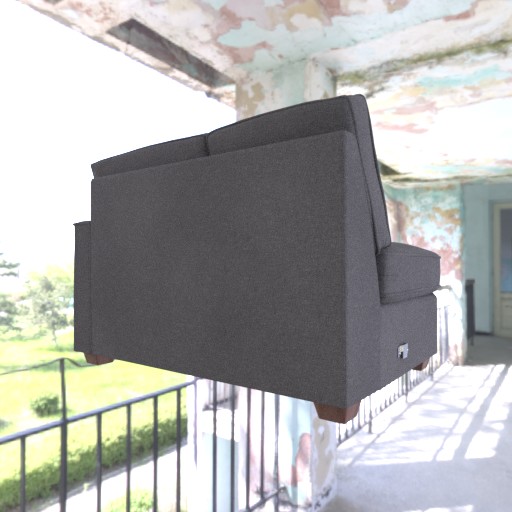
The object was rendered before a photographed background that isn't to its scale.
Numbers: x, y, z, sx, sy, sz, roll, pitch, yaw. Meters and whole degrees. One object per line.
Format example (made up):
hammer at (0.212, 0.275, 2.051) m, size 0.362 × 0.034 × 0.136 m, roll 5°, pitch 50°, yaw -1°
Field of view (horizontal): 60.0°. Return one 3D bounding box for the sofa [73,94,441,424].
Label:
sofa at (0.000, 0.000, 2.003) m, size 1.388 × 0.989 × 0.991 m, roll -1°, pitch -1°, yaw 37°
